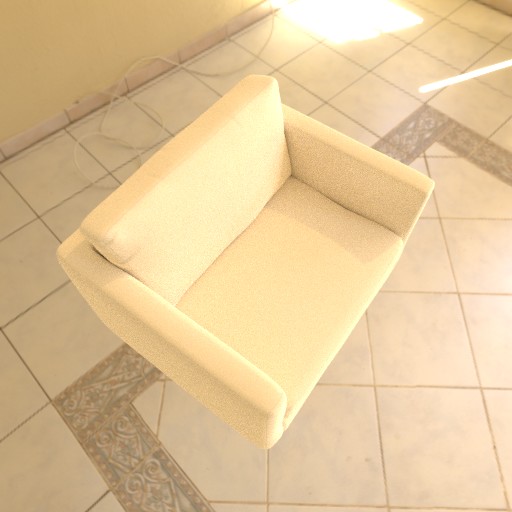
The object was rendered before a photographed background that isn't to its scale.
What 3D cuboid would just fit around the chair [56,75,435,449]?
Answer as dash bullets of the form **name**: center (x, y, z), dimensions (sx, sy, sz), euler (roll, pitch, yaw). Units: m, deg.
- **chair**: center (0.000, 0.000, 1.671), dimensions (0.878, 0.885, 1.019), euler (33, 64, 18)
